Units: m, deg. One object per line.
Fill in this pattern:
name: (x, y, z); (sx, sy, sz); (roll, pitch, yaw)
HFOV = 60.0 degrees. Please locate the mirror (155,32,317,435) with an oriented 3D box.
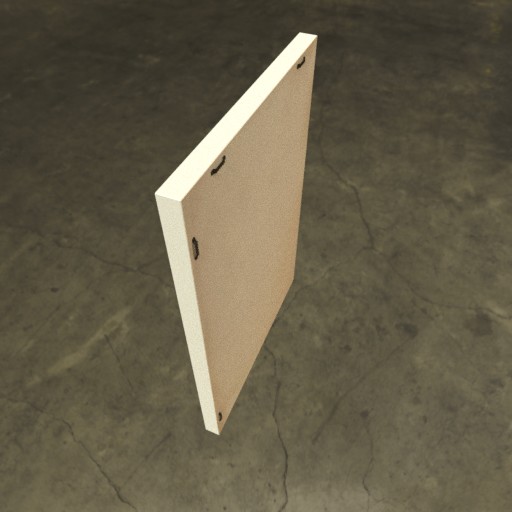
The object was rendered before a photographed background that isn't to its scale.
mirror: (0.000, 0.000, 0.927); (0.040, 0.710, 0.507); (18, 50, 15)
